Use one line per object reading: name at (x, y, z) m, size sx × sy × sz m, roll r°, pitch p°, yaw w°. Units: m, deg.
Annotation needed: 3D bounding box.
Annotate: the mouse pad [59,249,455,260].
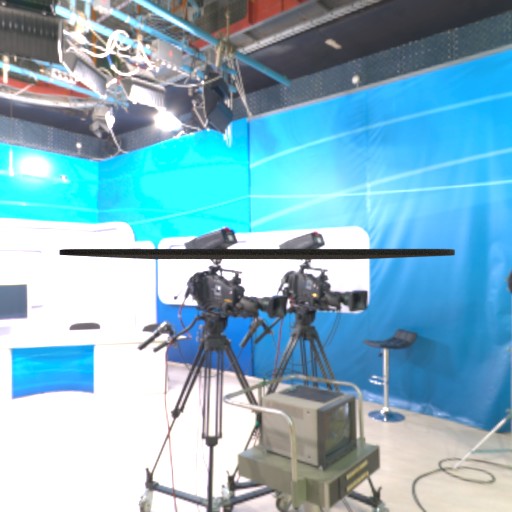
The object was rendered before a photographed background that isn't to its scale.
mouse pad at (0.000, 0.000, 0.327) m, size 0.203 × 0.003 × 0.229 m, roll 0°, pitch -1°, yaw 0°
